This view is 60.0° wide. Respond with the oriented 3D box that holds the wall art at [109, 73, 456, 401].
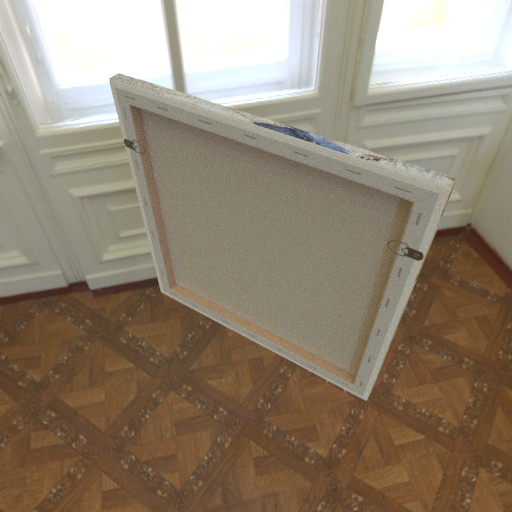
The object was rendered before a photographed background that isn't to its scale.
[{"bbox_3d":[0.000,0.000,1.361,0.912,0.914,0.039,24,51,21],"label":"wall art"}]
